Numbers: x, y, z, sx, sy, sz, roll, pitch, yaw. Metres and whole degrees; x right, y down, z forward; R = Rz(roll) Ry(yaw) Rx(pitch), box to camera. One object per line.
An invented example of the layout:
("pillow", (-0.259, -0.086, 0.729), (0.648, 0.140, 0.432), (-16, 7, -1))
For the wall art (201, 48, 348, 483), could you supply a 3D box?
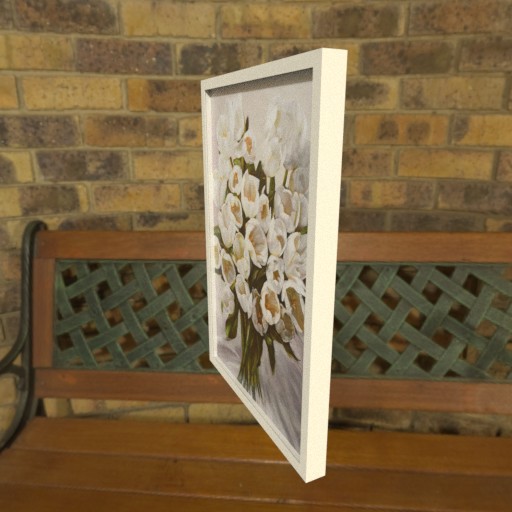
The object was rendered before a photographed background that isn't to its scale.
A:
("wall art", (0.000, 0.000, 0.841), (0.038, 0.657, 0.450), (-8, 18, -25))
